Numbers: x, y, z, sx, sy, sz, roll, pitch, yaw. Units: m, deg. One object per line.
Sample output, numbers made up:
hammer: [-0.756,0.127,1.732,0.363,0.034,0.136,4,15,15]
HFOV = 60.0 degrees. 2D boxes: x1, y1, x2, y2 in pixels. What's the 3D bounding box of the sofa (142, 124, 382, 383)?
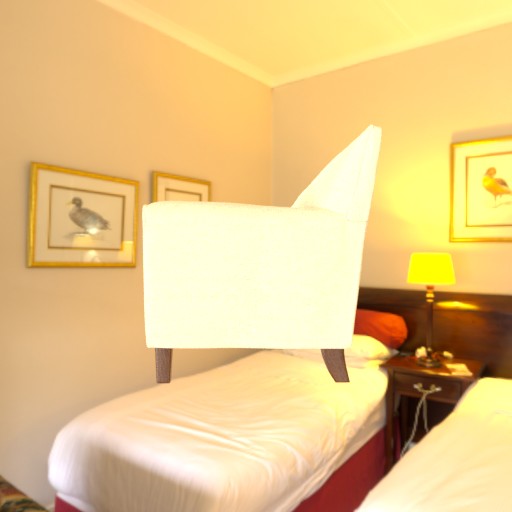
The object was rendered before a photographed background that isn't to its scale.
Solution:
sofa: [0.000,0.000,2.485,0.841,0.907,2.001,0,0,-1]
